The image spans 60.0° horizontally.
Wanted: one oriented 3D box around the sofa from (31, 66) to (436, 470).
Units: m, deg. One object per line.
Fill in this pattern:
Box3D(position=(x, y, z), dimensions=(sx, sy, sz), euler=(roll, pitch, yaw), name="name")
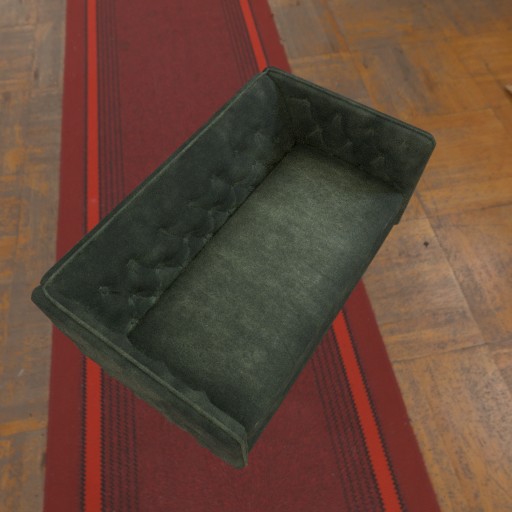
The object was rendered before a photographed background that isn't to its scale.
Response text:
Box3D(position=(0.000, 0.000, 2.016), dimensions=(0.895, 0.768, 1.537), euler=(30, 64, 17), name="sofa")
